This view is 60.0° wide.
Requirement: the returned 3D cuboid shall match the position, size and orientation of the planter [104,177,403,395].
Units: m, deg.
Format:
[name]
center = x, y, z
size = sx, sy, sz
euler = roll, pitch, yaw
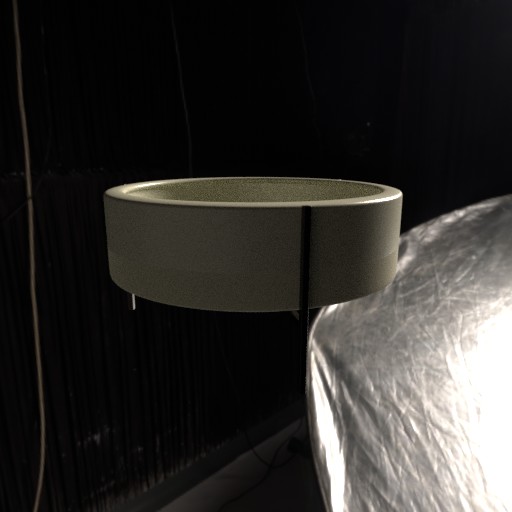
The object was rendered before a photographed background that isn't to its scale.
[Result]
[planter]
center = 0.000, 0.000, 0.546
size = 0.345, 0.171, 0.336
euler = -14, 19, -43
